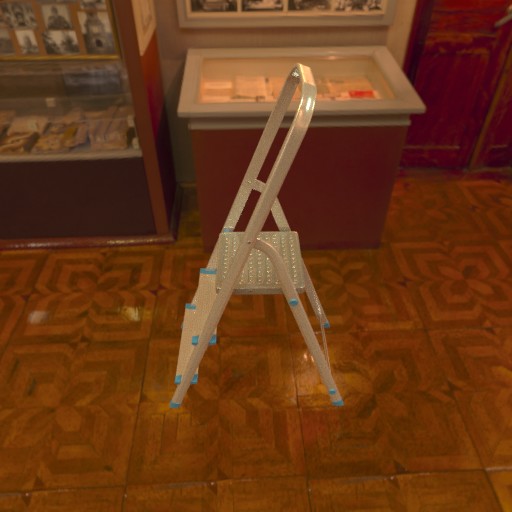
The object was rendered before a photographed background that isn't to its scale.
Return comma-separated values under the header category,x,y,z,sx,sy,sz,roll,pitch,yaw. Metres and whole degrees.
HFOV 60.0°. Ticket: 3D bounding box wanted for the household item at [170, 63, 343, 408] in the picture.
category,x,y,z,sx,sy,sz,roll,pitch,yaw
household item,0.000,0.000,1.505,0.687,1.215,0.420,0,41,-1
